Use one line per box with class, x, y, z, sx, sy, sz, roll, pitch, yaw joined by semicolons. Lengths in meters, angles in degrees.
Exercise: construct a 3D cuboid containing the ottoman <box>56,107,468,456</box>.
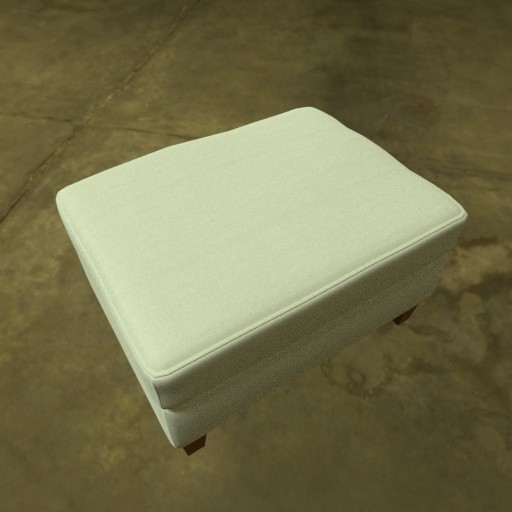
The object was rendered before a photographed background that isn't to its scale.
ottoman;0.000;0.000;1.196;0.818;0.496;0.634;-25;51;-22
